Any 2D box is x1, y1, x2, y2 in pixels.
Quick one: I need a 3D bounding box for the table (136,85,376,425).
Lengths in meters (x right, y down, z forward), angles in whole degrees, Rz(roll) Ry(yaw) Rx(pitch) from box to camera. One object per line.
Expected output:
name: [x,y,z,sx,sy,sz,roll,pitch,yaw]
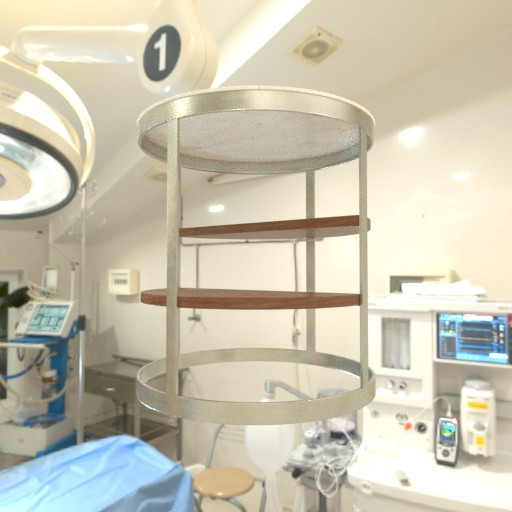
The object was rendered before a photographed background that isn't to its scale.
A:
table: [0.000,0.000,0.777,0.407,0.447,0.407,0,-2,0]
